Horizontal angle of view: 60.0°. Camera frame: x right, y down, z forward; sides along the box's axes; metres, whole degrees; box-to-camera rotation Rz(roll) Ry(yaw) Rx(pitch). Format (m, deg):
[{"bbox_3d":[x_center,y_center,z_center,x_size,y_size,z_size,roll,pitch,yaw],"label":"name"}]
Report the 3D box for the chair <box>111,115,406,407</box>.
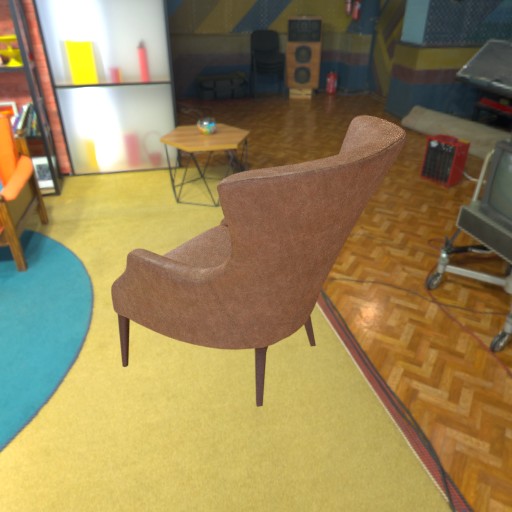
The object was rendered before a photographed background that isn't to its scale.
[{"bbox_3d":[0.000,0.000,1.750,0.955,1.067,0.846,20,37,30],"label":"chair"}]
